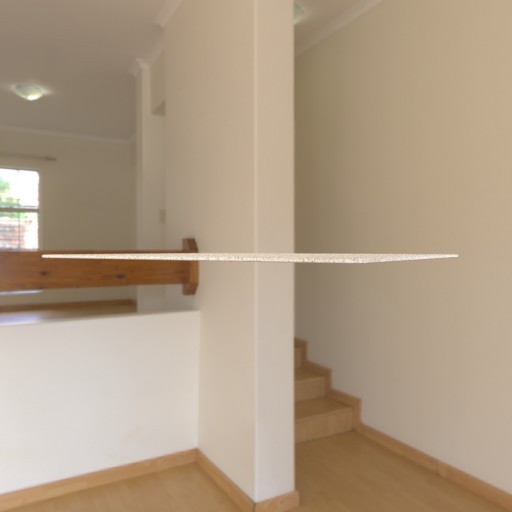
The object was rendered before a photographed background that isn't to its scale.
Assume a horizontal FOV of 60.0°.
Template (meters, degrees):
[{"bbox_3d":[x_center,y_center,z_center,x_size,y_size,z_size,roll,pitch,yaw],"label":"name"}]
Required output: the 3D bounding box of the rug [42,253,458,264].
[{"bbox_3d":[0.000,0.000,4.126,3.047,0.029,2.438,1,1,35],"label":"rug"}]
